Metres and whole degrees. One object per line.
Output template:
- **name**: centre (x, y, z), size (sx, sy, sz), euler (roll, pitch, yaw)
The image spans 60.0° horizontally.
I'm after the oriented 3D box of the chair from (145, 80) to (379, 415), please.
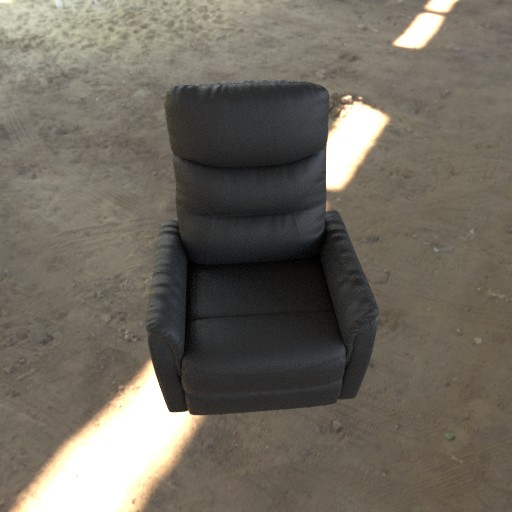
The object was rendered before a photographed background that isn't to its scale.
- **chair**: centre (0.000, 0.000, 1.663), size (0.775, 1.082, 0.831), euler (-3, 47, -3)
